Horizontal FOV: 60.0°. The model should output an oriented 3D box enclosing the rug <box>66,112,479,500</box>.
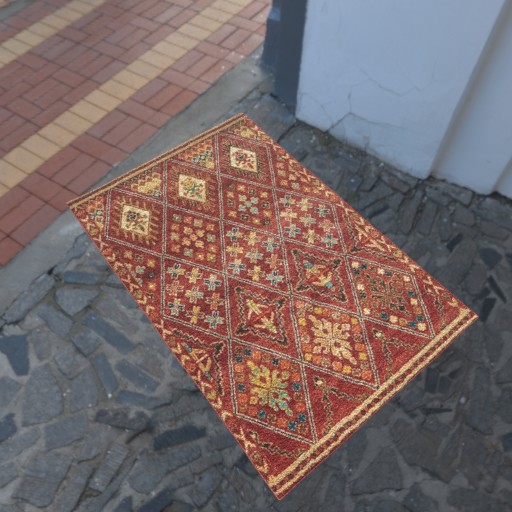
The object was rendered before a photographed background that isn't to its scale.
[{"bbox_3d":[0.000,0.000,2.812,1.521,0.026,2.286,-34,63,-19],"label":"rug"}]
